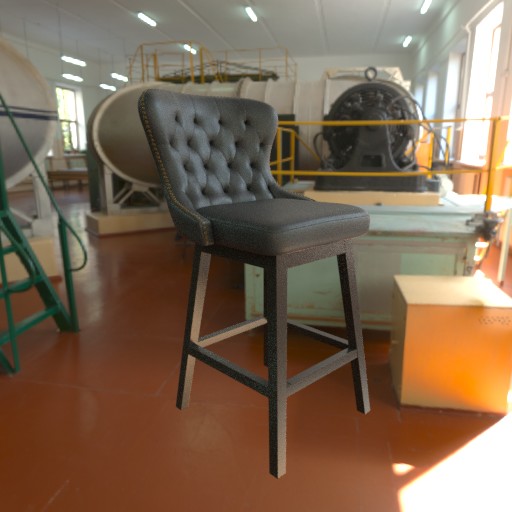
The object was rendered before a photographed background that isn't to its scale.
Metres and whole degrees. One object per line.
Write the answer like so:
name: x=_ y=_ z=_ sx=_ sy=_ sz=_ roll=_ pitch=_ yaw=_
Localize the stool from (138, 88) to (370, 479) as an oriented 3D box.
stool: x=0.000 y=0.000 z=1.342 sx=0.528 sy=0.971 sz=0.593 roll=-13 pitch=19 yaw=-43
